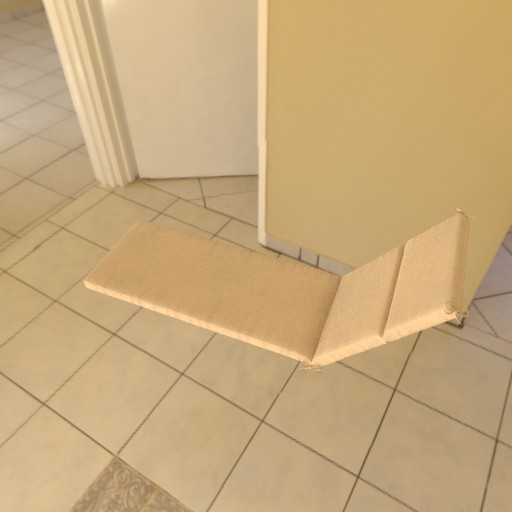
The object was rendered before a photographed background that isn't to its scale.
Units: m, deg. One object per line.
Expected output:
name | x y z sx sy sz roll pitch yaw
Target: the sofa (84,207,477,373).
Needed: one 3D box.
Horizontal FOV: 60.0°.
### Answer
sofa | 0.000 0.000 1.981 1.663 0.622 0.582 16 47 15
